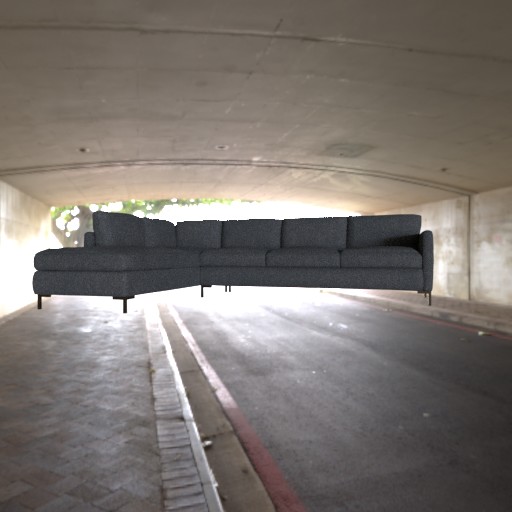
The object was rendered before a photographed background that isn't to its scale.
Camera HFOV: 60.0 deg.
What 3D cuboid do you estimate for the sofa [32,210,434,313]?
[{"bbox_3d":[0.000,0.000,3.846,2.949,0.815,2.007,0,0,18],"label":"sofa"}]
